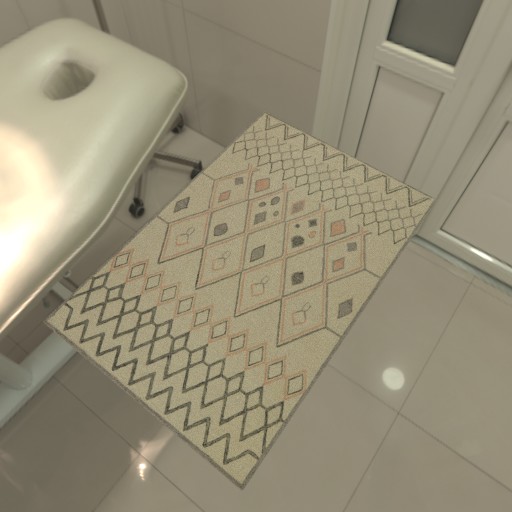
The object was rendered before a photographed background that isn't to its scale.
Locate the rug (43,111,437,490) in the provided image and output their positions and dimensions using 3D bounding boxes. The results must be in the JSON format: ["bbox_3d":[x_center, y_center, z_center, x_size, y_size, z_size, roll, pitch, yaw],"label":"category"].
[{"bbox_3d":[0.000,0.000,2.339,1.219,0.016,1.829,33,65,18],"label":"rug"}]
